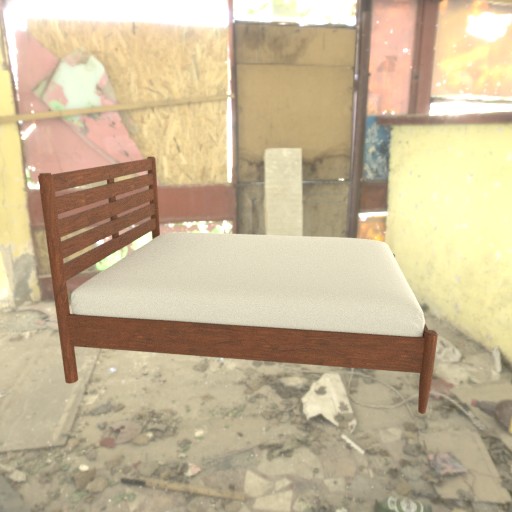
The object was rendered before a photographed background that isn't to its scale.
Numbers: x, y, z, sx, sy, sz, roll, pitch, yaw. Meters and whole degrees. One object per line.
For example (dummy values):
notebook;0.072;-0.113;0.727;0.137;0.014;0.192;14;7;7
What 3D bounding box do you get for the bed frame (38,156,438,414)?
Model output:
bed frame;0.000;0.000;3.269;2.234;1.321;1.655;2;16;8
